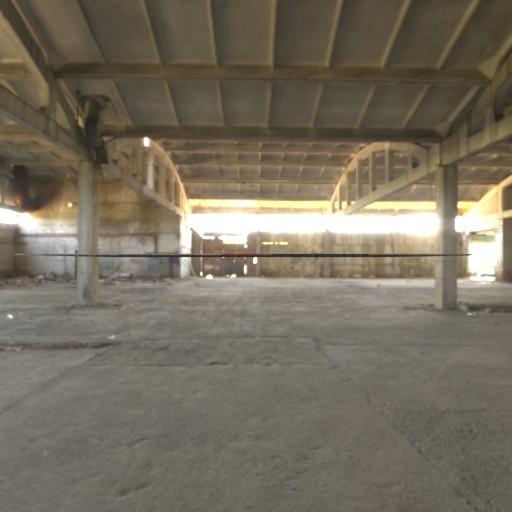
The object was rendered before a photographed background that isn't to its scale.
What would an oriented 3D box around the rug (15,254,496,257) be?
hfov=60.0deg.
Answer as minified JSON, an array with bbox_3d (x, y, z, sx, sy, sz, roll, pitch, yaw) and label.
[{"bbox_3d":[0.000,0.000,2.279,1.828,0.005,1.220,0,-1,-1],"label":"rug"}]
